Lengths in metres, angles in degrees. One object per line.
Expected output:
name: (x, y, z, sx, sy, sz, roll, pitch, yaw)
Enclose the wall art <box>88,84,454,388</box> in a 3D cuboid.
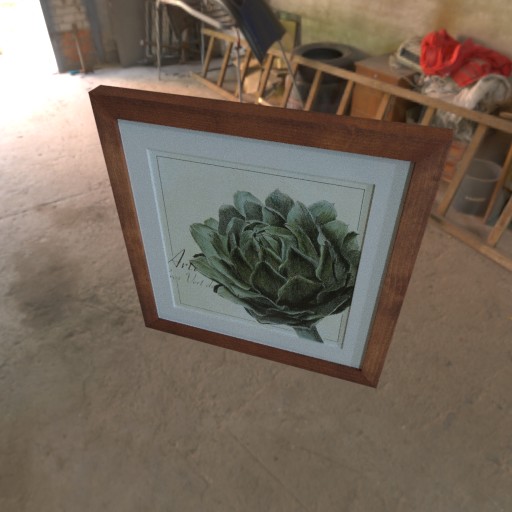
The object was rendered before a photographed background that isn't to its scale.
wall art: (0.000, 0.000, 0.842, 0.554, 0.572, 0.037, 12, 42, 14)
